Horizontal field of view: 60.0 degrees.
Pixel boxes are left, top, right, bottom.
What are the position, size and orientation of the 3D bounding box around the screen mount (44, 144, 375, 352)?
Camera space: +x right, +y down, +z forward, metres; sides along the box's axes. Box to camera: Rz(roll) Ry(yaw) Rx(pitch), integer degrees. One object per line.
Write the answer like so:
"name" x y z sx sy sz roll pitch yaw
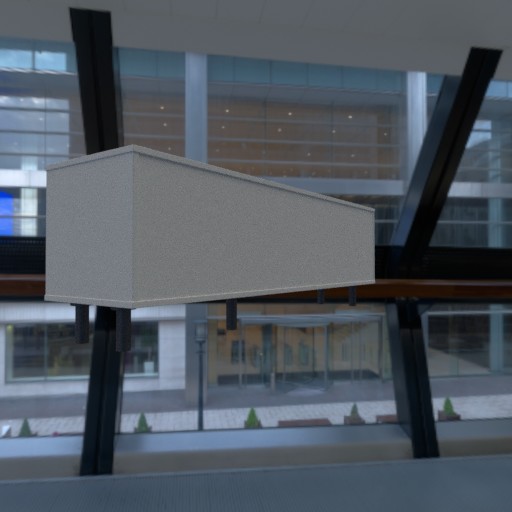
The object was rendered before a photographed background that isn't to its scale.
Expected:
"screen mount" 0.000 0.000 1.844 0.418 0.520 1.600 -1 -1 36
